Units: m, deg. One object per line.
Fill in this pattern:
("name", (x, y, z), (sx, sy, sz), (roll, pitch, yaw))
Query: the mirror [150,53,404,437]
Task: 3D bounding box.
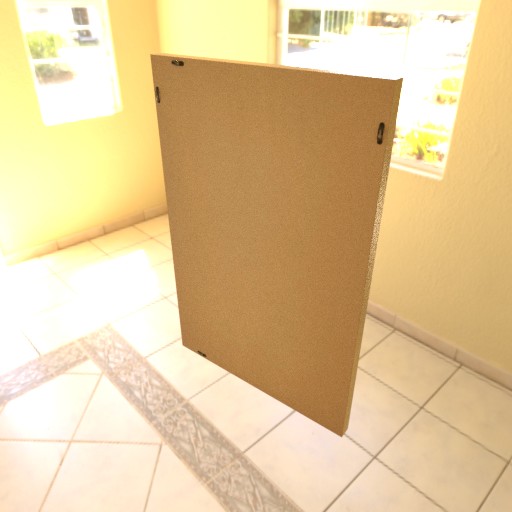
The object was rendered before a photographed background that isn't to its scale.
("mirror", (0.000, 0.000, 1.141), (0.609, 0.915, 0.040), (21, 37, 31))
